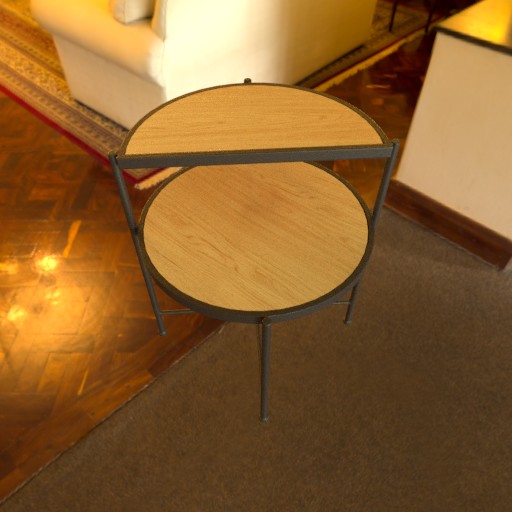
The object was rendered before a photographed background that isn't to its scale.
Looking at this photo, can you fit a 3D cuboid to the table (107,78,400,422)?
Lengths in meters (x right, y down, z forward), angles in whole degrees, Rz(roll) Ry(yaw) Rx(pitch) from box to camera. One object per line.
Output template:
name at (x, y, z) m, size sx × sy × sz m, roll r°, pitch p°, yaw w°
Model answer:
table at (0.000, 0.000, 1.186) m, size 0.629 × 0.684 × 0.628 m, roll -3°, pitch 48°, yaw -3°
